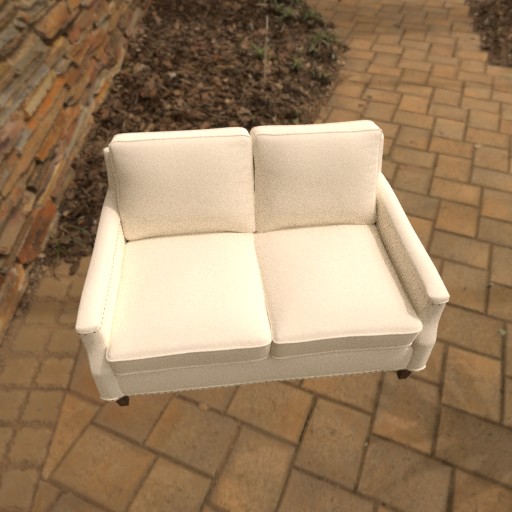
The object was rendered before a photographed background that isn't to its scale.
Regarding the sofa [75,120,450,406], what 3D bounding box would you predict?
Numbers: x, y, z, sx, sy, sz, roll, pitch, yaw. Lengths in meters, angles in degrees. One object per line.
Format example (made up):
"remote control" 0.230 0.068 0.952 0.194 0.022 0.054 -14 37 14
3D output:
"sofa" 0.000 0.000 2.260 1.597 1.003 1.084 -4 46 -4
